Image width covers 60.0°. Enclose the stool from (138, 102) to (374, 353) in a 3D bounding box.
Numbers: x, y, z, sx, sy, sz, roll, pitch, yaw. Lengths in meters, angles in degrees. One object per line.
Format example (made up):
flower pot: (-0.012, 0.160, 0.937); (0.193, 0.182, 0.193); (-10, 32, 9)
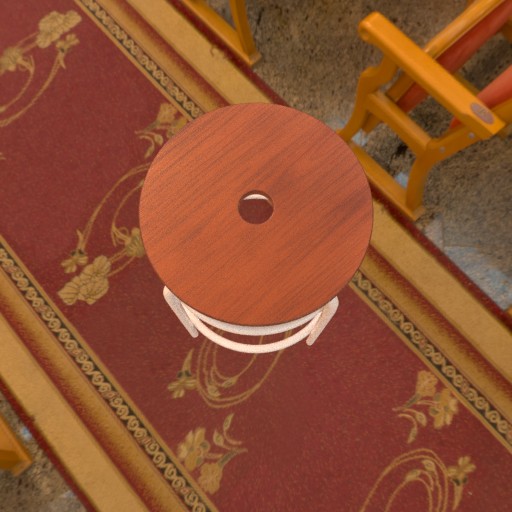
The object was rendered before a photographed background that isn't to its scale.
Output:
stool: (0.000, 0.000, 0.926); (0.455, 0.610, 0.455); (-41, 80, -9)
